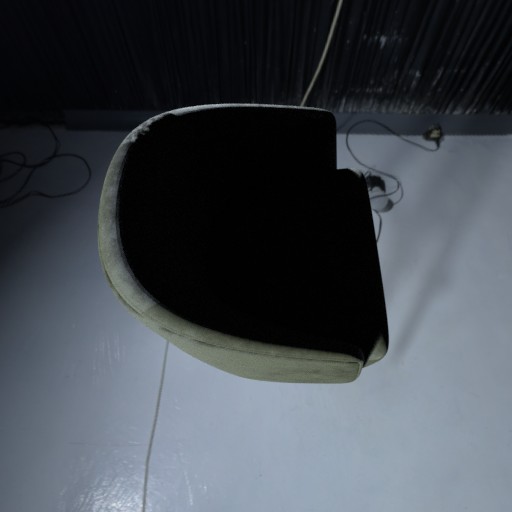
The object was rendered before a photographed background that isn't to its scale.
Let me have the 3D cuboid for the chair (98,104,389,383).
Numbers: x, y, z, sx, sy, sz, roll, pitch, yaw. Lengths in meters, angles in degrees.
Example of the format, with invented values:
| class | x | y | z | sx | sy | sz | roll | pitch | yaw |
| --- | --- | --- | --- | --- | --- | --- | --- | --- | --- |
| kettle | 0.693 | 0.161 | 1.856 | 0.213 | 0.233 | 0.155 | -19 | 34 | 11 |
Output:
| class | x | y | z | sx | sy | sz | roll | pitch | yaw |
| --- | --- | --- | --- | --- | --- | --- | --- | --- | --- |
| chair | 0.000 | 0.000 | 1.377 | 0.767 | 0.698 | 0.773 | 0 | 63 | 0 |
